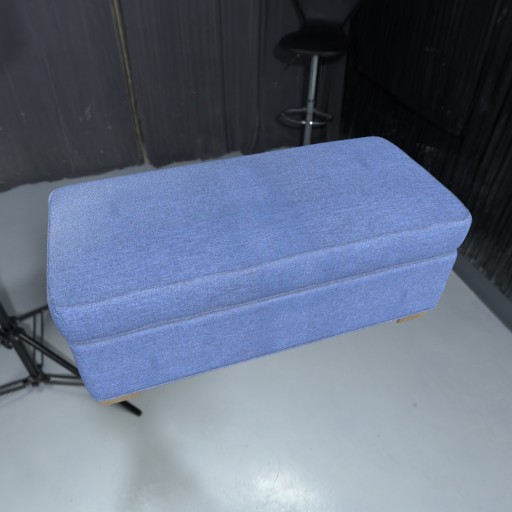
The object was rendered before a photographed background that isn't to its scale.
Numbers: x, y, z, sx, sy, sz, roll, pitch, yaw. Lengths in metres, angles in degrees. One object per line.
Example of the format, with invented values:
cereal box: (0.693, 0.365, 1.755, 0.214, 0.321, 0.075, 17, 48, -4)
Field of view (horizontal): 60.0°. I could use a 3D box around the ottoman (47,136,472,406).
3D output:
ottoman: (0.000, 0.000, 1.368, 1.110, 0.460, 0.515, -12, 43, -14)
